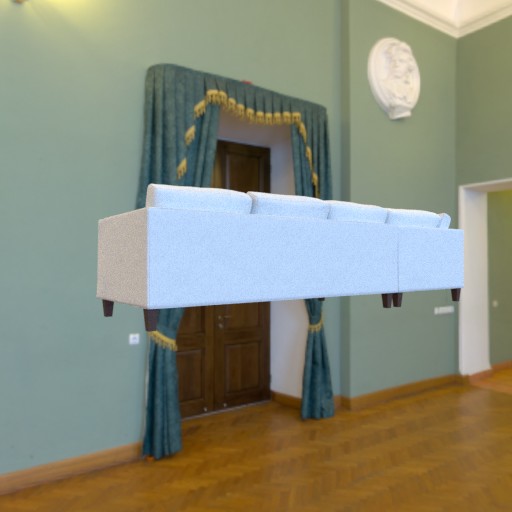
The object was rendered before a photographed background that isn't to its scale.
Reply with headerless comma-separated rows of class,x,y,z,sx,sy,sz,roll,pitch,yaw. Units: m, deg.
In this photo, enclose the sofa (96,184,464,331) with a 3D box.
sofa,0.000,0.000,4.287,3.182,0.863,2.432,0,-1,-35
